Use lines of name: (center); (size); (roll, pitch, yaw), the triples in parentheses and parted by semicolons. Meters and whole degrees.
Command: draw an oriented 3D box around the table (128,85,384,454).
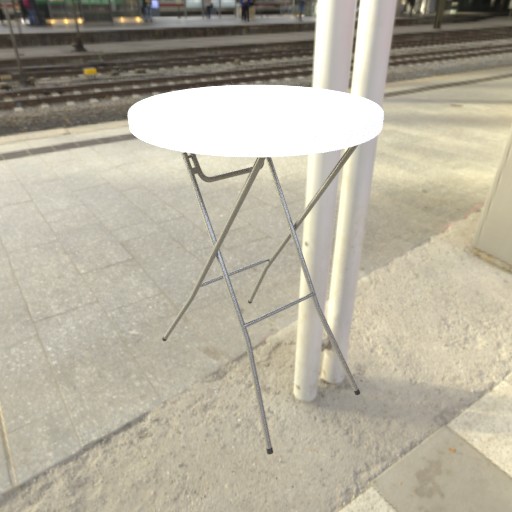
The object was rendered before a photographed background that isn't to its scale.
table: (0.000, 0.000, 1.684); (0.792, 1.105, 0.795); (-20, 36, -31)
